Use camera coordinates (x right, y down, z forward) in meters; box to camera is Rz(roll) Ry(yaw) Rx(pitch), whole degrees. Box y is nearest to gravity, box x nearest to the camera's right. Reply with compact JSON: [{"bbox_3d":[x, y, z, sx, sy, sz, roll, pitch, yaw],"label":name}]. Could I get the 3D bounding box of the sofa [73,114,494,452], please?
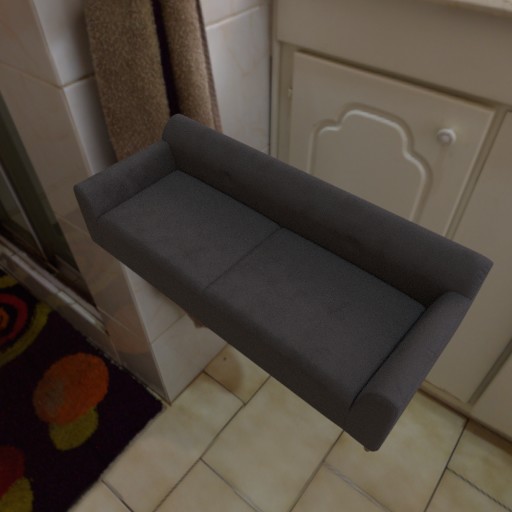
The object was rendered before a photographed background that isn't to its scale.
[{"bbox_3d":[0.000,0.000,2.573,2.190,0.740,0.900,31,53,27],"label":"sofa"}]
